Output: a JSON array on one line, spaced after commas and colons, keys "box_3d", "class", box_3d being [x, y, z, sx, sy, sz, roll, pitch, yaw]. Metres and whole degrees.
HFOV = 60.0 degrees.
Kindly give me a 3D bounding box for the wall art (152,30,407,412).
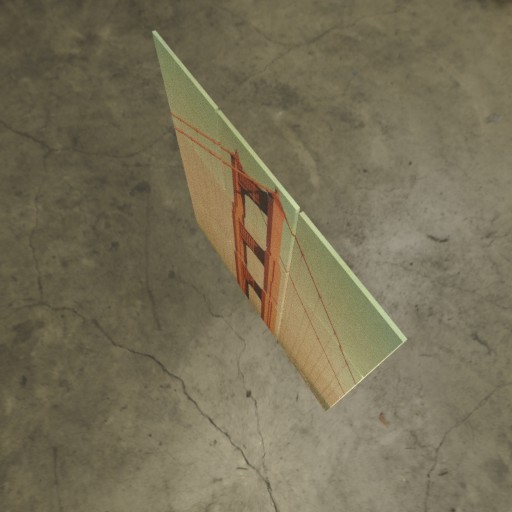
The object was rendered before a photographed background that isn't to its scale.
[{"box_3d": [0.000, 0.000, 1.752, 0.013, 1.219, 1.214, -30, 68, -14], "class": "wall art"}]
